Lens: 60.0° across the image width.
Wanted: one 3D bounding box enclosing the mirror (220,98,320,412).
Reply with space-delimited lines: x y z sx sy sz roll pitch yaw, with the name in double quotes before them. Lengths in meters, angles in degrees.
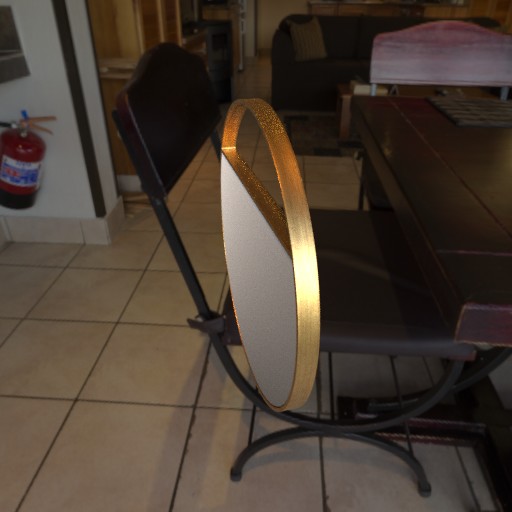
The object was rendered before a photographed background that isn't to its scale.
"mirror" 0.000 0.000 0.845 0.032 0.565 0.565 -7 31 -13
